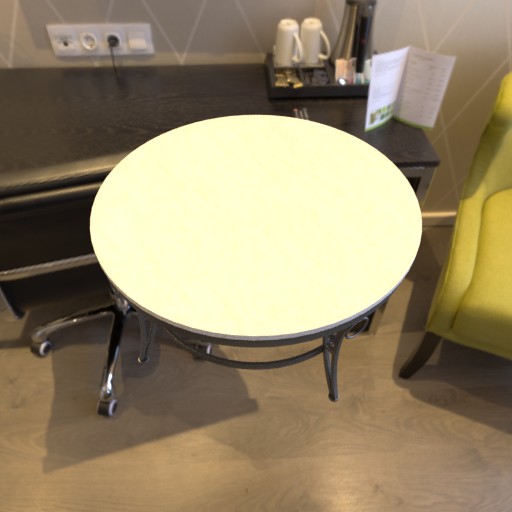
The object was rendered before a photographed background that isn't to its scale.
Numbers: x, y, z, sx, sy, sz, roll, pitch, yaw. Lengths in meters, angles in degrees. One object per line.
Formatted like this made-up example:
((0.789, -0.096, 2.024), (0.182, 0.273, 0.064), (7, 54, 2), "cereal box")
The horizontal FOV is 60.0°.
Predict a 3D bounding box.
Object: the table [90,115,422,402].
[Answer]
((0.000, 0.000, 1.397), (0.889, 0.470, 0.889), (0, 47, 0), "table")
